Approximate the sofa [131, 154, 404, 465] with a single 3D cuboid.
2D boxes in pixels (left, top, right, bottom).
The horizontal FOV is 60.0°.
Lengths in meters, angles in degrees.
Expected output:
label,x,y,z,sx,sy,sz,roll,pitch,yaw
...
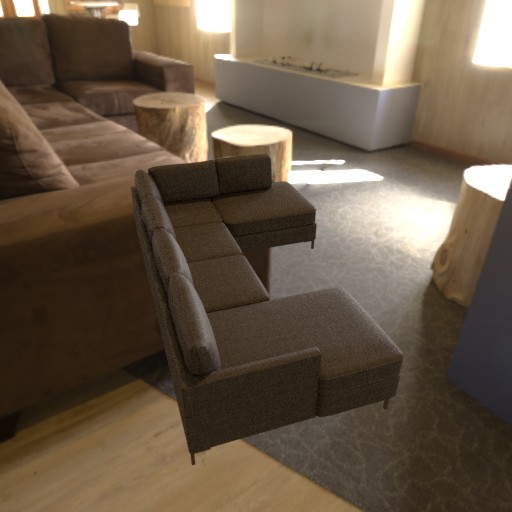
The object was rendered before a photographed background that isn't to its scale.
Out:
label,x,y,z,sx,sy,sz,roll,pitch,yaw
sofa,0.000,0.000,4.342,2.048,0.999,3.423,-10,32,-16
